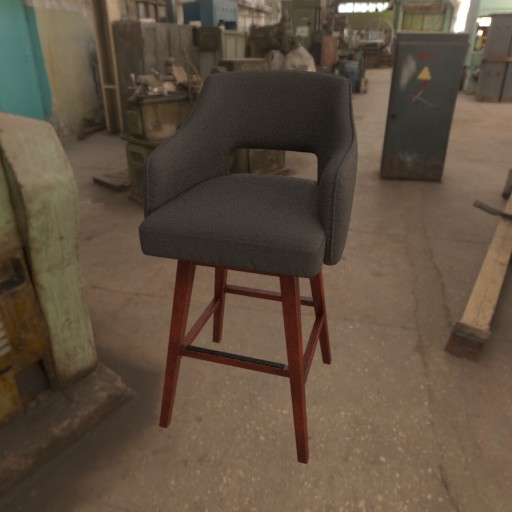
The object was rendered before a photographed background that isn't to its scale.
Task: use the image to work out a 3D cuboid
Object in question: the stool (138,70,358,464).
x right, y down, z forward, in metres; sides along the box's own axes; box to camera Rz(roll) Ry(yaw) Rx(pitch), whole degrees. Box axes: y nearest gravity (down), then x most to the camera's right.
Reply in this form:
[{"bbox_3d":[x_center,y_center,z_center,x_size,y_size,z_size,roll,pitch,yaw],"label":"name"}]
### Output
[{"bbox_3d":[0.000,0.000,1.345,0.548,1.012,0.558,8,27,15],"label":"stool"}]
